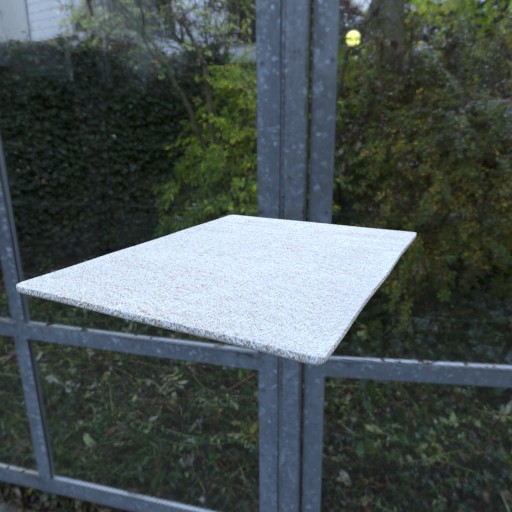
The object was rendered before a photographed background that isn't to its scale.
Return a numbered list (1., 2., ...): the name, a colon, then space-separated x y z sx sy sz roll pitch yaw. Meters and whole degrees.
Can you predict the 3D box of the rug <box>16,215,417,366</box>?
1. rug: 0.000 0.000 2.053 1.200 0.027 1.600 8 18 26
